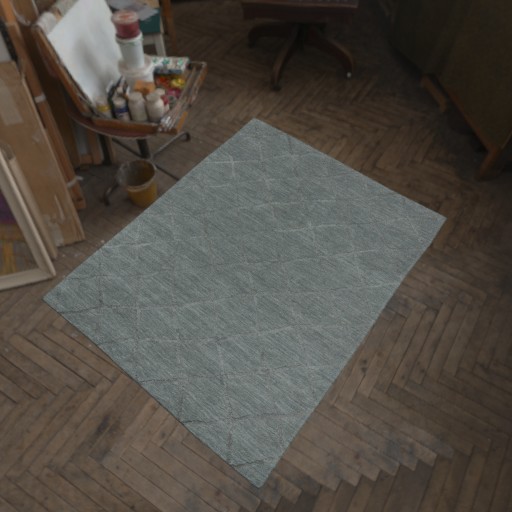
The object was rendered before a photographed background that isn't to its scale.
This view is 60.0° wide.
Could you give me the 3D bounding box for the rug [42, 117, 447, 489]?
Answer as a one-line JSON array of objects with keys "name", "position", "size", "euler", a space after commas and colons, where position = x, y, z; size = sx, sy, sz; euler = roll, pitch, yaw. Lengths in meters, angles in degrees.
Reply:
[{"name": "rug", "position": [0.000, 0.000, 4.122], "size": [2.438, 0.013, 3.048], "euler": [33, 63, 20]}]
